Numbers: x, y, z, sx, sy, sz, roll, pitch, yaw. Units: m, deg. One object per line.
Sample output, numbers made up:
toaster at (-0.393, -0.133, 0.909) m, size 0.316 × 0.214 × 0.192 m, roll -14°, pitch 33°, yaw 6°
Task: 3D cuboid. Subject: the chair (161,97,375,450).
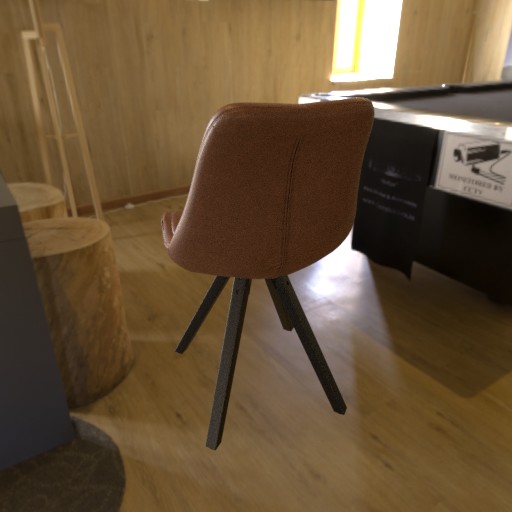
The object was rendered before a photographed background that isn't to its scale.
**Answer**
chair at (0.000, 0.000, 1.186) m, size 0.475 × 0.850 × 0.550 m, roll -9°, pitch 27°, yaw -17°
